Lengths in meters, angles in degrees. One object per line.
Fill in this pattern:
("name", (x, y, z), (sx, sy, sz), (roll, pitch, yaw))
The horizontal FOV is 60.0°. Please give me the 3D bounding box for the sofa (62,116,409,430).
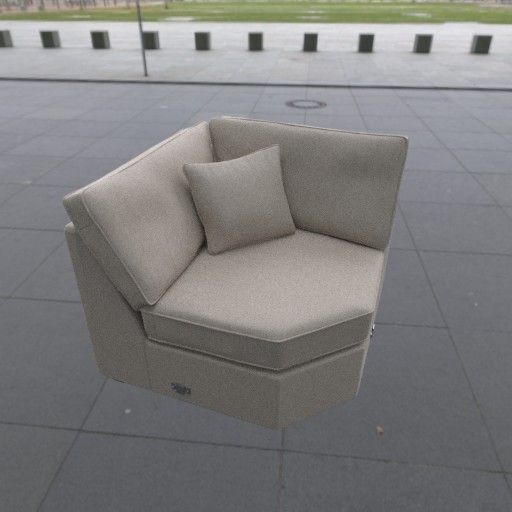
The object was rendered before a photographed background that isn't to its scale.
("sofa", (0.000, 0.000, 1.865), (1.042, 0.937, 1.050), (11, 32, 18))
